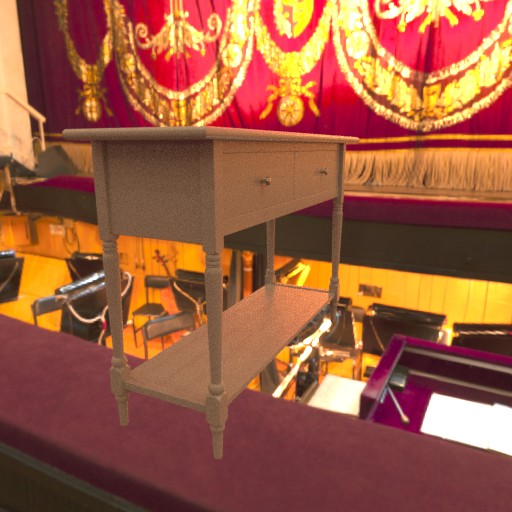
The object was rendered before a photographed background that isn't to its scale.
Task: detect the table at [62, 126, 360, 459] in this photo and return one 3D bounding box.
[{"bbox_3d":[0.000,0.000,1.529,0.384,0.808,1.197,7,15,26],"label":"table"}]
